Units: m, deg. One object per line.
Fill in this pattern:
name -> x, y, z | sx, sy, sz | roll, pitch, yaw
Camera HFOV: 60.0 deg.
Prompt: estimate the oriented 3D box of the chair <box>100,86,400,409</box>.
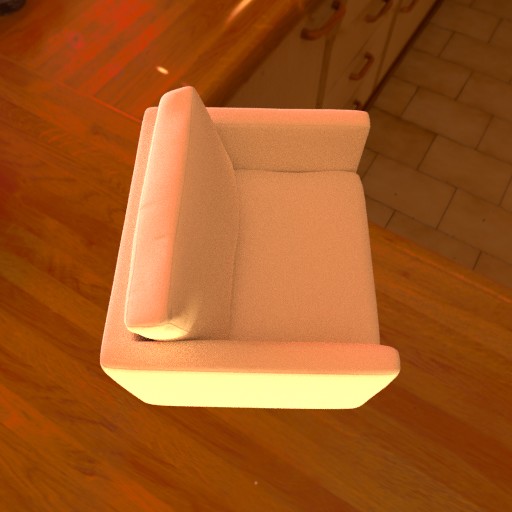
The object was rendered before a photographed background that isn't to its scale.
chair -> 0.000, 0.000, 1.671 | 0.878, 0.885, 1.019 | 1, 63, 1
